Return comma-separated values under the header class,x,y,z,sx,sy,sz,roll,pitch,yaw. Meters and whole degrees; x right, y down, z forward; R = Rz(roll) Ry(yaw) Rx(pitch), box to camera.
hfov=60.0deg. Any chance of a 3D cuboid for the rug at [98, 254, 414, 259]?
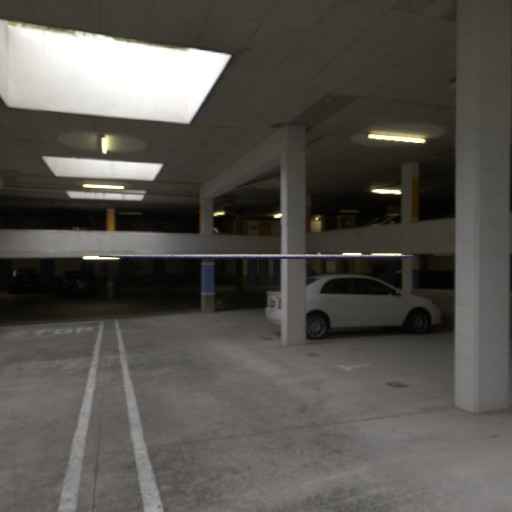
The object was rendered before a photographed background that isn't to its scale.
class,x,y,z,sx,sy,sz,roll,pitch,yaw
rug,0.000,0.000,2.375,1.591,0.010,1.591,0,0,0
